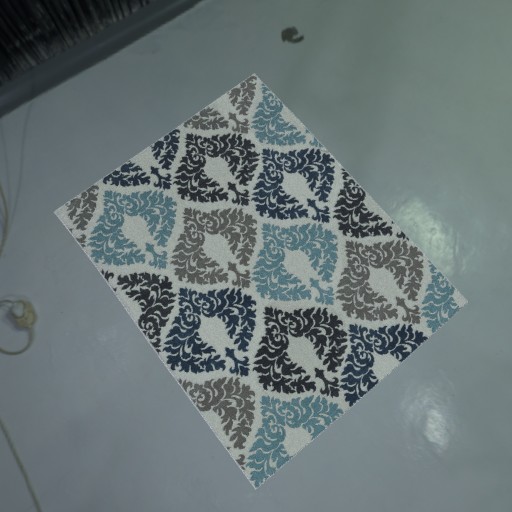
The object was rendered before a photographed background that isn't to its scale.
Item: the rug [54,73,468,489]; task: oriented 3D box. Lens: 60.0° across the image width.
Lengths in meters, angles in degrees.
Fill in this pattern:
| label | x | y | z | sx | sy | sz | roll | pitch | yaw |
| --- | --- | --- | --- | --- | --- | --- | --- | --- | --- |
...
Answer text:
| label | x | y | z | sx | sy | sz | roll | pitch | yaw |
| --- | --- | --- | --- | --- | --- | --- | --- | --- | --- |
| rug | 0.000 | 0.000 | 4.039 | 2.423 | 0.014 | 3.040 | -38 | 78 | -9 |
